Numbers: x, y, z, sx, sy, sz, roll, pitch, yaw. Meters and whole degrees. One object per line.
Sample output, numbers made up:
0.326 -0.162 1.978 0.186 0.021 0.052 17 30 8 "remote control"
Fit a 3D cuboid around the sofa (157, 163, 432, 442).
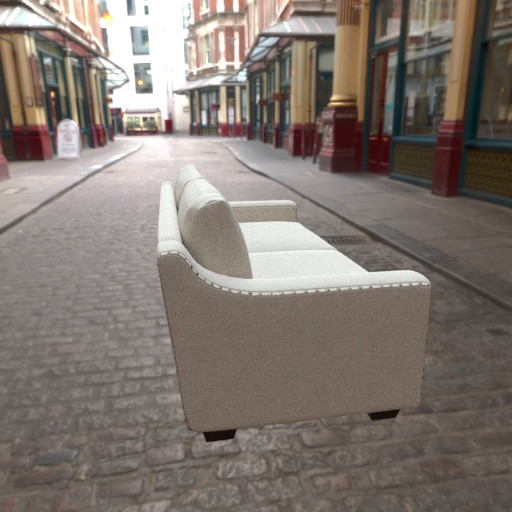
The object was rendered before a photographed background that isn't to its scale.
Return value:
0.000 0.000 2.682 1.104 0.983 2.107 -3 16 -11 "sofa"
